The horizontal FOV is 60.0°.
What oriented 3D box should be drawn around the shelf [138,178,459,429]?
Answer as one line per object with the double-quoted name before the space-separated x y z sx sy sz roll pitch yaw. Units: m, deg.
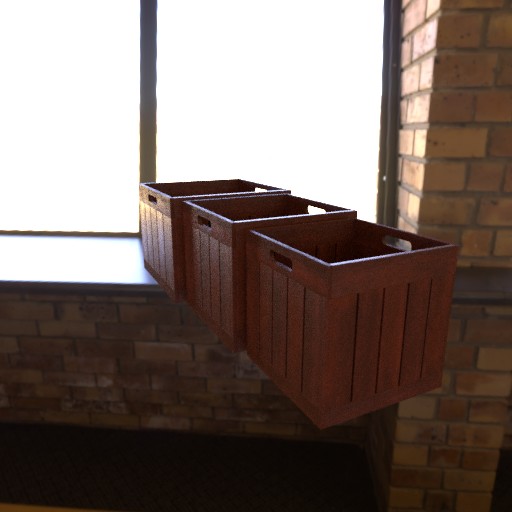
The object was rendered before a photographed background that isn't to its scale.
"shelf" 0.000 0.000 1.234 0.393 0.311 1.064 -8 18 -26
